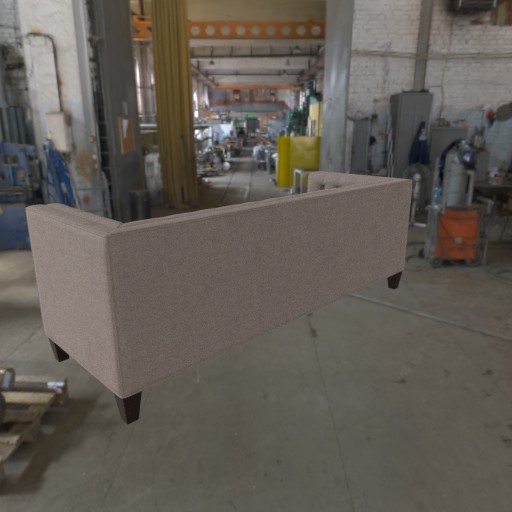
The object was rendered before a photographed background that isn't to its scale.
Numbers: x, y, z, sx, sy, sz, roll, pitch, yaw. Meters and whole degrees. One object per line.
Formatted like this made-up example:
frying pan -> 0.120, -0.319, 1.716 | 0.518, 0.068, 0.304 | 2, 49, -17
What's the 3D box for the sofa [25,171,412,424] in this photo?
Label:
sofa -> 0.000, 0.000, 2.556 | 2.159, 0.762, 0.775 | -16, 23, -42
